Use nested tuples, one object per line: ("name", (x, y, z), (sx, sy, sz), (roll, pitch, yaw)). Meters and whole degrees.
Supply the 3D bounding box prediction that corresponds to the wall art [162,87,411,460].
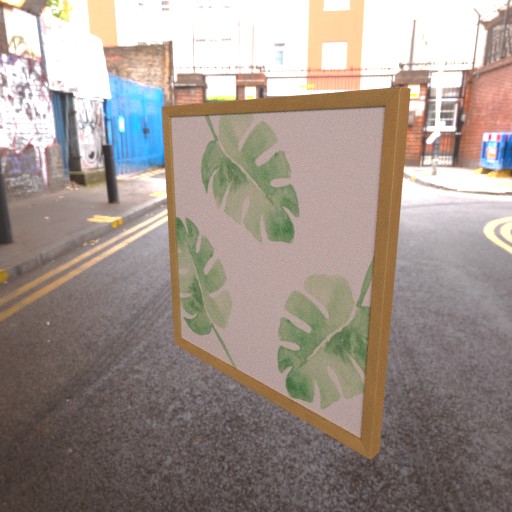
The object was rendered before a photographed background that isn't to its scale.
("wall art", (0.000, 0.000, 1.142), (0.037, 0.763, 0.763), (-14, 21, -42))
